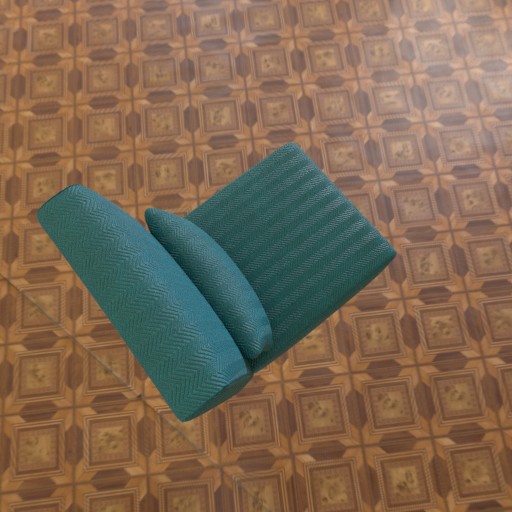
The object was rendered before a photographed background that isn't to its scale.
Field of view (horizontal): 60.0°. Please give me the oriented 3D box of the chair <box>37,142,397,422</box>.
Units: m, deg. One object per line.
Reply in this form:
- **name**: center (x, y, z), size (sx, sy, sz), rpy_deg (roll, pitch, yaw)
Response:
- **chair**: center (0.000, 0.000, 1.399), size (0.808, 0.927, 0.579), rpy_deg (-38, 77, -10)
